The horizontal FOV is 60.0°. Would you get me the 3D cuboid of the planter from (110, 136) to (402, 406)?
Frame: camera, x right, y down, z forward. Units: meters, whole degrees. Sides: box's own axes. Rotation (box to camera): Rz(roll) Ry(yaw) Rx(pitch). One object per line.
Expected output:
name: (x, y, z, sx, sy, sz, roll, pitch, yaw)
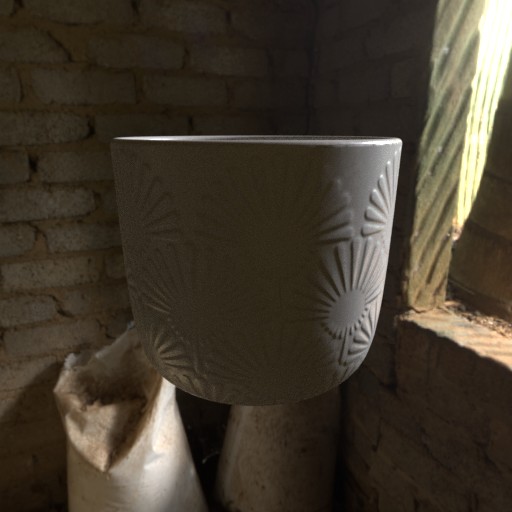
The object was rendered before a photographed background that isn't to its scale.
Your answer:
planter: (0.000, 0.000, 0.211, 0.124, 0.109, 0.124, 0, 16, 0)
